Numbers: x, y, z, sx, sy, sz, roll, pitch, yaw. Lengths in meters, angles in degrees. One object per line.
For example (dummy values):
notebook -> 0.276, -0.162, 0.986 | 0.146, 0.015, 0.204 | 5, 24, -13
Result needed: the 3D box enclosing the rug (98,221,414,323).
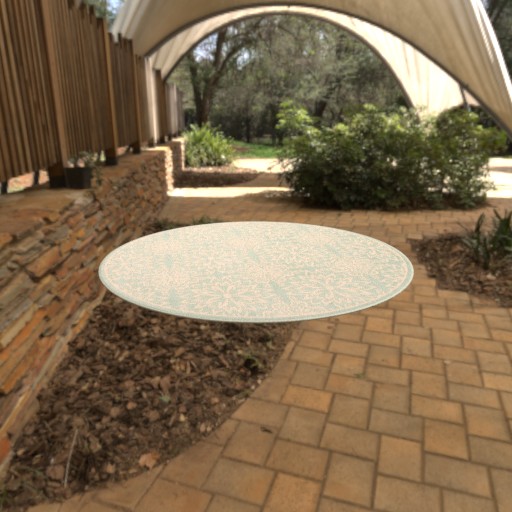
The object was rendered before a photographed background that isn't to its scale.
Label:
rug -> 0.000, 0.000, 2.363 | 1.593, 0.012, 1.593 | 0, 18, 0
